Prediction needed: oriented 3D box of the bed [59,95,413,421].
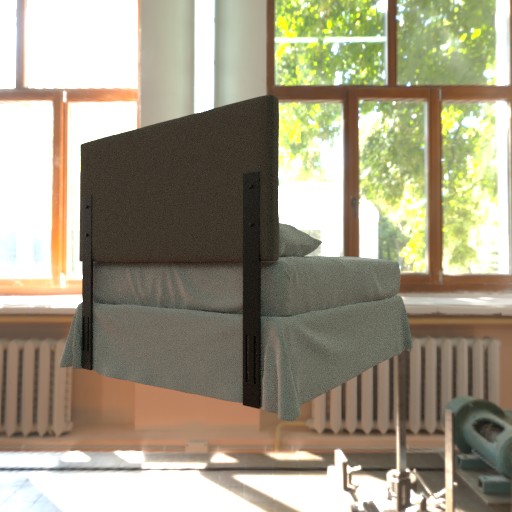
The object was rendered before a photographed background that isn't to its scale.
[{"bbox_3d":[0.000,0.000,3.484,1.936,1.577,2.222,-1,-1,35],"label":"bed"}]
